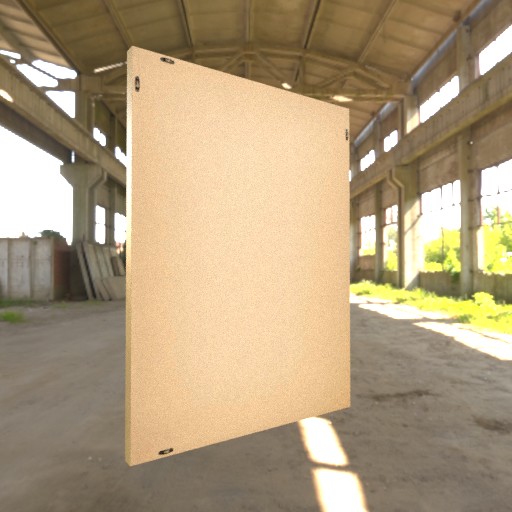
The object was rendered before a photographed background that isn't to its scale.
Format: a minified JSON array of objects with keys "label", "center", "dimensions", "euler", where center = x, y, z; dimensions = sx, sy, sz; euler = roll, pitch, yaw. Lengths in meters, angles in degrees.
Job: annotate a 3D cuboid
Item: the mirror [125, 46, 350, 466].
[{"label":"mirror","center":[0.000,0.000,1.304],"dimensions":[0.762,1.016,0.041],"euler":[1,-1,-35]}]
